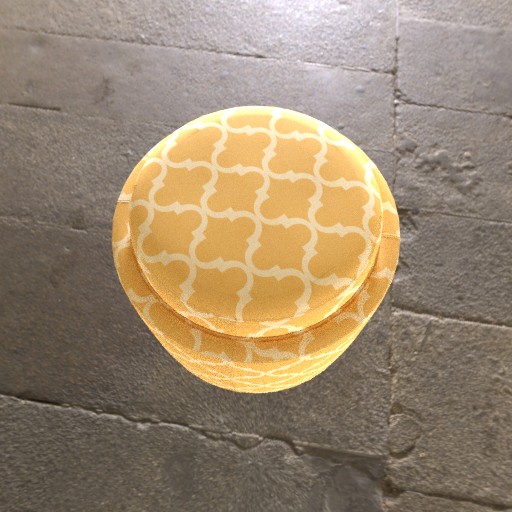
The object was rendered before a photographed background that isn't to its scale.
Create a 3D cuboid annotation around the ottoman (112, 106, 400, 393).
[{"bbox_3d":[0.000,0.000,0.858,0.480,0.429,0.480,0,65,0],"label":"ottoman"}]
